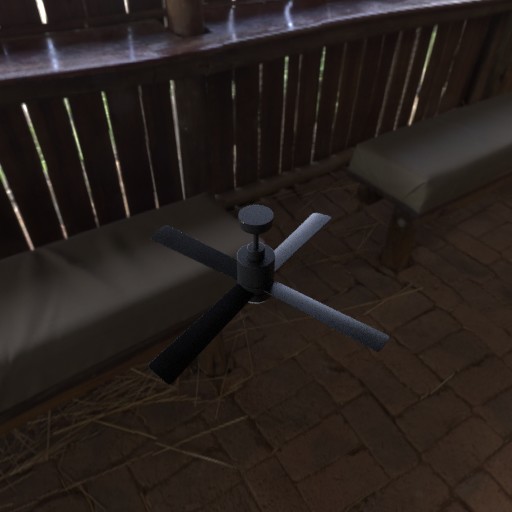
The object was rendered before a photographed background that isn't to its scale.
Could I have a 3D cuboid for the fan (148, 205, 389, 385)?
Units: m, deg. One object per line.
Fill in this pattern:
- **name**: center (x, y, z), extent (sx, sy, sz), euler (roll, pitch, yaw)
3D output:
- **fan**: center (0.000, 0.000, 2.347), extent (1.525, 0.534, 1.525), euler (26, 47, 26)
